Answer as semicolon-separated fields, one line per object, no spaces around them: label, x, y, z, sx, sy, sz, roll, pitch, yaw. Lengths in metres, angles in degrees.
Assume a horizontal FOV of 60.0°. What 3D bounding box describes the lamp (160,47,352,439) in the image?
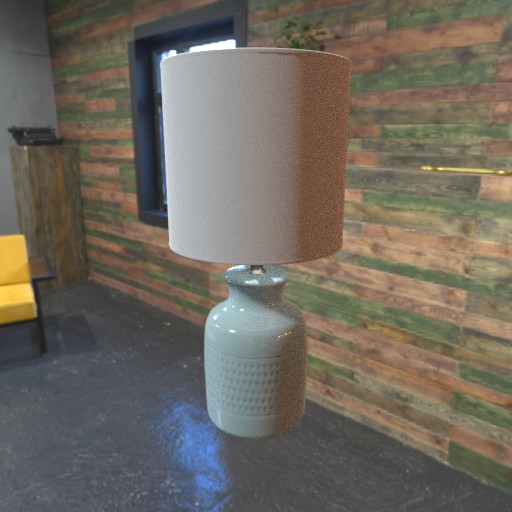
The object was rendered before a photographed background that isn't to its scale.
lamp;0.000;0.000;1.096;0.418;0.871;0.418;14;20;42
